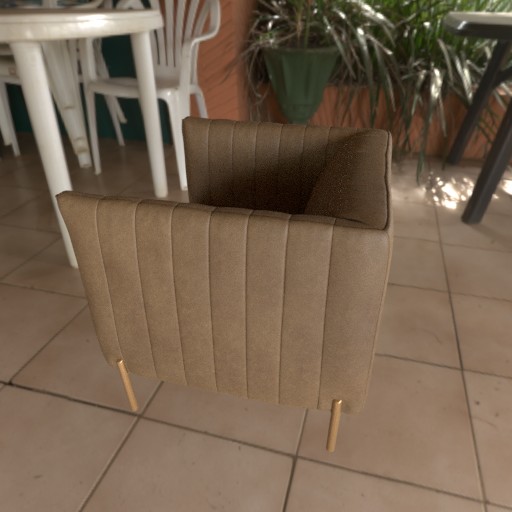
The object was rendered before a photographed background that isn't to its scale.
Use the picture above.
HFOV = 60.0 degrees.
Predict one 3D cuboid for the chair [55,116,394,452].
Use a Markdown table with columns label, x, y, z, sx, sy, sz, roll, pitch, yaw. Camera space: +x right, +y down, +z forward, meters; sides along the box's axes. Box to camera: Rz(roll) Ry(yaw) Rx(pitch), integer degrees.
| label | x | y | z | sx | sy | sz | roll | pitch | yaw |
| --- | --- | --- | --- | --- | --- | --- | --- | --- | --- |
| chair | 0.000 | 0.000 | 1.626 | 0.876 | 0.779 | 0.981 | 8 | 31 | 12 |
